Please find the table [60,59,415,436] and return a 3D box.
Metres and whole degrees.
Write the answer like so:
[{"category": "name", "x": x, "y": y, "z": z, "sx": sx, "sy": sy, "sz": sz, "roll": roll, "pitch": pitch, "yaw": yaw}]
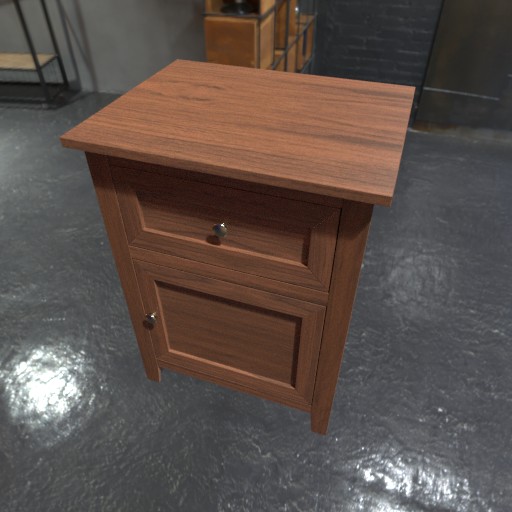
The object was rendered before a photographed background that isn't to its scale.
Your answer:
[{"category": "table", "x": 0.000, "y": 0.000, "z": 0.935, "sx": 0.480, "sy": 0.636, "sz": 0.381, "roll": 13, "pitch": 42, "yaw": 14}]
